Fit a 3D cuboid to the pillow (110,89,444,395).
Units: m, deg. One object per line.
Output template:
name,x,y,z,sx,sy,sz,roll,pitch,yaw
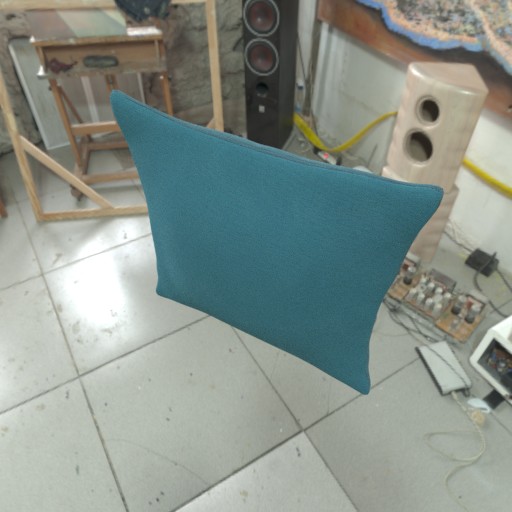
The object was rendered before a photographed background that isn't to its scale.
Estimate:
pillow,0.000,0.000,0.654,0.433,0.415,0.151,22,50,20
